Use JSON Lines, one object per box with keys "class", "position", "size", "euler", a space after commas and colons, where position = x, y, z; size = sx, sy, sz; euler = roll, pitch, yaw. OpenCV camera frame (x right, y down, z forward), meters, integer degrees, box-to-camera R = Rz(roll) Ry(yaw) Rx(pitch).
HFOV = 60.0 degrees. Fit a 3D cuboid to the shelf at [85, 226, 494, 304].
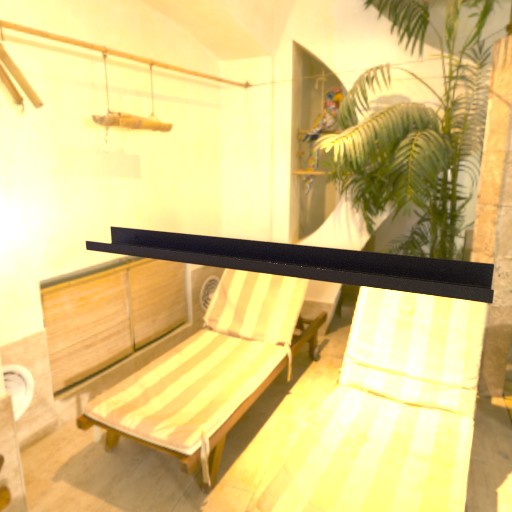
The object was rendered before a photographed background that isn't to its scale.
{"class": "shelf", "position": [0.000, 0.000, 0.972], "size": [0.924, 0.049, 0.092], "euler": [7, 15, 25]}
